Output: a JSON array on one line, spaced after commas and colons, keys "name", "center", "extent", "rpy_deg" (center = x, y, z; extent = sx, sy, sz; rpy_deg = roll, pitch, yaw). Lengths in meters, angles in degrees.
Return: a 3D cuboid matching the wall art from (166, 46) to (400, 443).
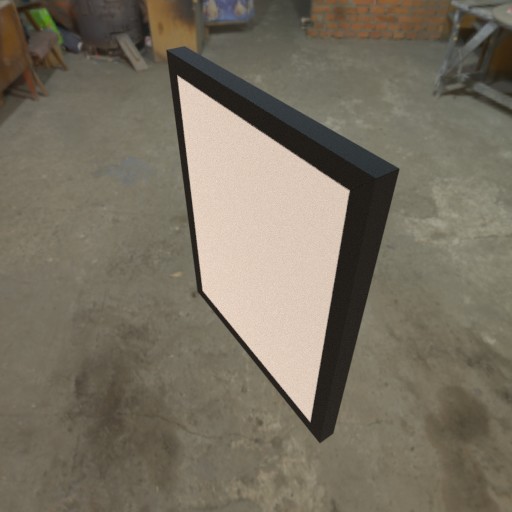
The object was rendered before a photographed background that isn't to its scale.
[{"name": "wall art", "center": [0.000, 0.000, 0.548], "extent": [0.024, 0.404, 0.329], "rpy_deg": [-25, 48, -25]}]
